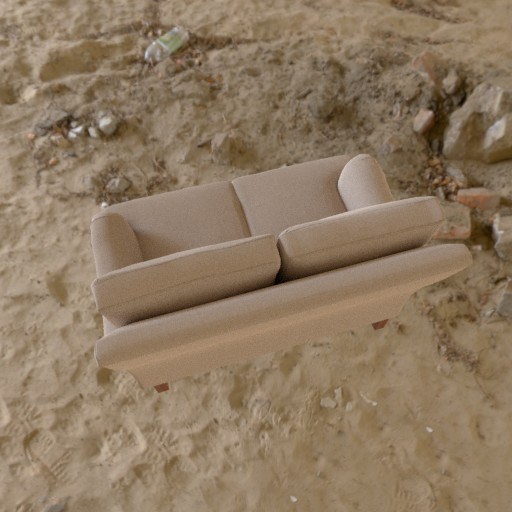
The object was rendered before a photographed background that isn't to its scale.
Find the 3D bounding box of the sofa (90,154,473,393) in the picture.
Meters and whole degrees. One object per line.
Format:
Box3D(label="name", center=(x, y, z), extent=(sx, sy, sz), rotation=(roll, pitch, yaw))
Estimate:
Box3D(label="sofa", center=(0.000, 0.000, 2.235), extent=(1.508, 1.048, 1.087), rotation=(-14, 58, -9))
